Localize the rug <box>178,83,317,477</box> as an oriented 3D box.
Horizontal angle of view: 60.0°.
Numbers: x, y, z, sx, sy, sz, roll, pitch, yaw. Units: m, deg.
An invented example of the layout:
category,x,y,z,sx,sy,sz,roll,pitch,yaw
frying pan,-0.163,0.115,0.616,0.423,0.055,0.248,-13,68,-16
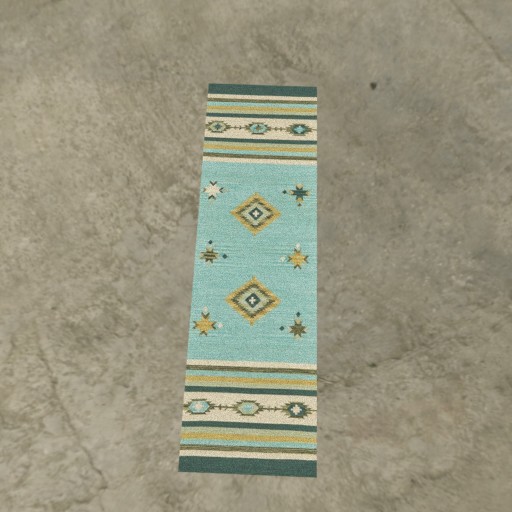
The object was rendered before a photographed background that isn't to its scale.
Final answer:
category,x,y,z,sx,sy,sz,roll,pitch,yaw
rug,0.000,0.000,2.713,0.744,0.010,2.441,2,74,1
